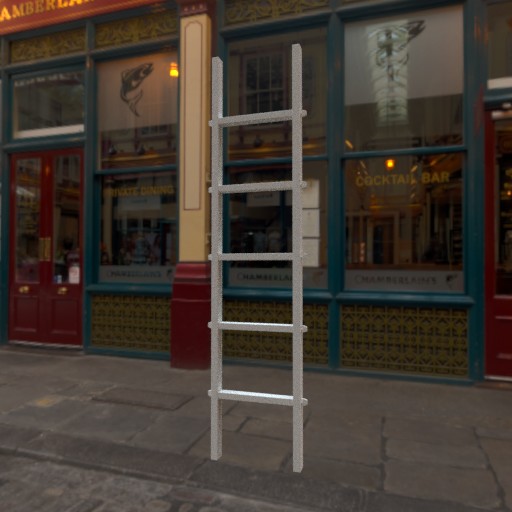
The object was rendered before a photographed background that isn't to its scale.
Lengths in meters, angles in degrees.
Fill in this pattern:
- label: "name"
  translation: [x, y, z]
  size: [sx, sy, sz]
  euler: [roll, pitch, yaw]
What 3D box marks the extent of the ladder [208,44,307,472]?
- label: "ladder"
  translation: [0.000, 0.000, 1.944]
  size: [0.452, 1.797, 0.051]
  euler: [-1, -2, 18]
